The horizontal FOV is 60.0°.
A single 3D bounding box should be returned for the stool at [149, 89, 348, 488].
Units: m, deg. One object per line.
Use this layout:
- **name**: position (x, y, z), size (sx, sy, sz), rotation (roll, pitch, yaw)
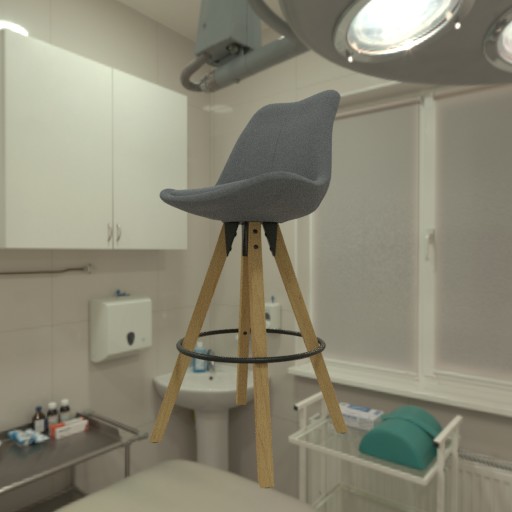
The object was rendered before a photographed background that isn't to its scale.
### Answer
- **stool**: position (0.000, 0.000, 1.383), size (0.485, 1.115, 0.550), rotation (1, 1, 38)
